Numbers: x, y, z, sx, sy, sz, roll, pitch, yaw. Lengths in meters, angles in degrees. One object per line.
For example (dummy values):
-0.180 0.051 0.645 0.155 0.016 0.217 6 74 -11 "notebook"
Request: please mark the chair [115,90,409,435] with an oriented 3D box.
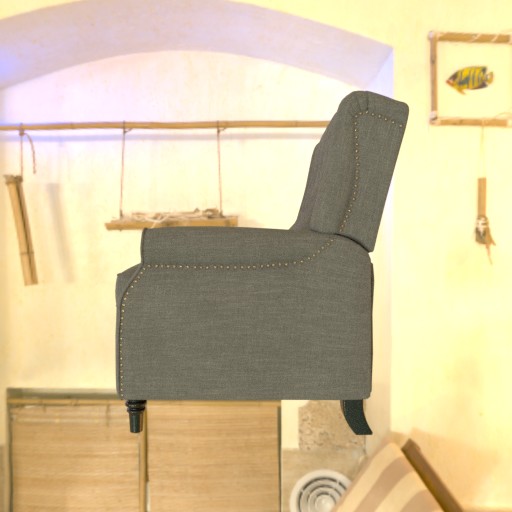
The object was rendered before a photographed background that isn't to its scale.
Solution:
0.000 0.000 1.608 0.898 1.035 0.742 0 1 0 "chair"
